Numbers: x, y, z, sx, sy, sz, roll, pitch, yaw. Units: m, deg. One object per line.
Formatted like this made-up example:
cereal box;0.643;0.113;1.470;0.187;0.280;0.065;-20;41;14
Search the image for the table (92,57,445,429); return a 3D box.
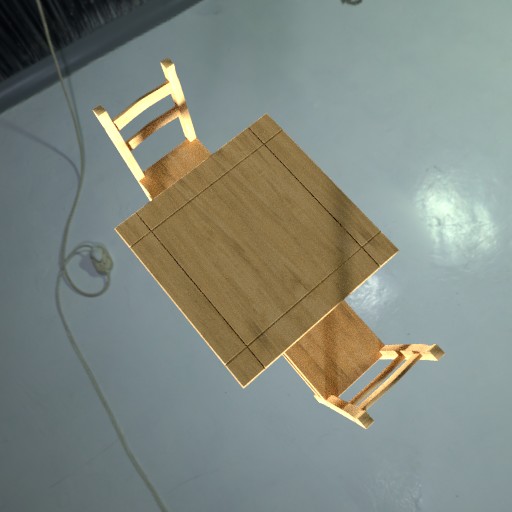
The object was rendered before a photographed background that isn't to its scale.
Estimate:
table;0.000;0.000;2.031;0.813;0.942;1.501;-39;79;-9
